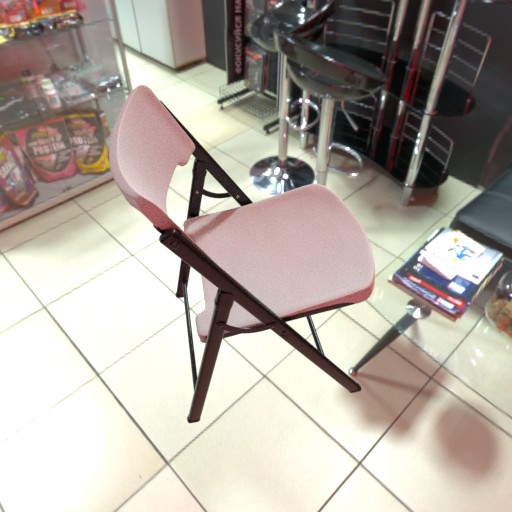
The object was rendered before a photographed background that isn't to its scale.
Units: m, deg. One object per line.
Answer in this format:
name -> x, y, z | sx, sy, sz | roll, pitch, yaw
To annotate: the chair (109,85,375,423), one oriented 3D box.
chair -> 0.000, 0.000, 1.144 | 0.577, 0.765, 0.482 | -8, 47, -8
